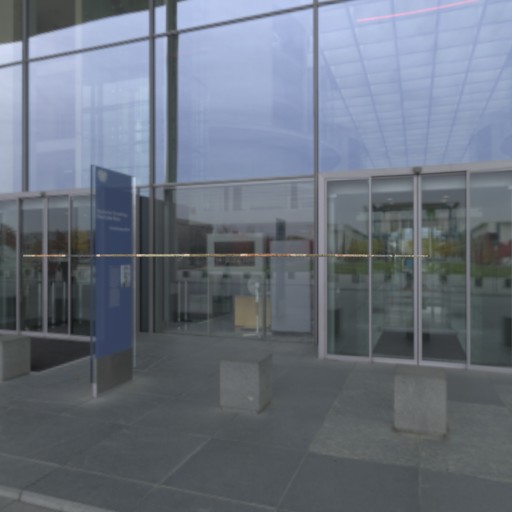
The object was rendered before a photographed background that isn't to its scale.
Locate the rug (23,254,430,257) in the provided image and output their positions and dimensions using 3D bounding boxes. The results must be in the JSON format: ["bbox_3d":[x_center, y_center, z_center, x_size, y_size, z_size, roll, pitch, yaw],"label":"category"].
[{"bbox_3d":[0.000,0.000,4.234,2.439,0.013,3.200,0,0,35],"label":"rug"}]
